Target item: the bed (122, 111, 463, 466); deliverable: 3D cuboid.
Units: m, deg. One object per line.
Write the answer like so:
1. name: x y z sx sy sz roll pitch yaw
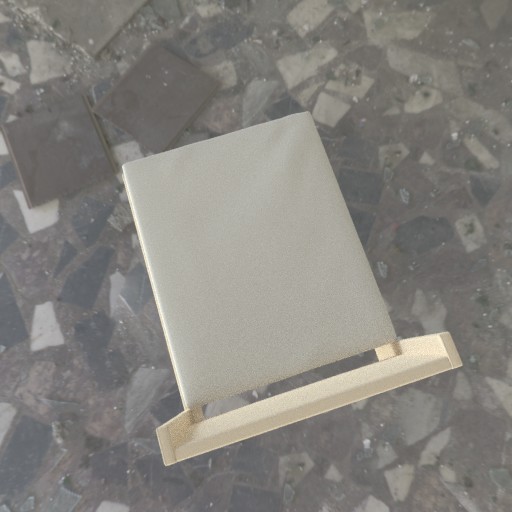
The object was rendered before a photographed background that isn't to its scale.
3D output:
1. bed: 0.000 0.000 3.426 1.765 1.471 2.280 -17 77 -4
